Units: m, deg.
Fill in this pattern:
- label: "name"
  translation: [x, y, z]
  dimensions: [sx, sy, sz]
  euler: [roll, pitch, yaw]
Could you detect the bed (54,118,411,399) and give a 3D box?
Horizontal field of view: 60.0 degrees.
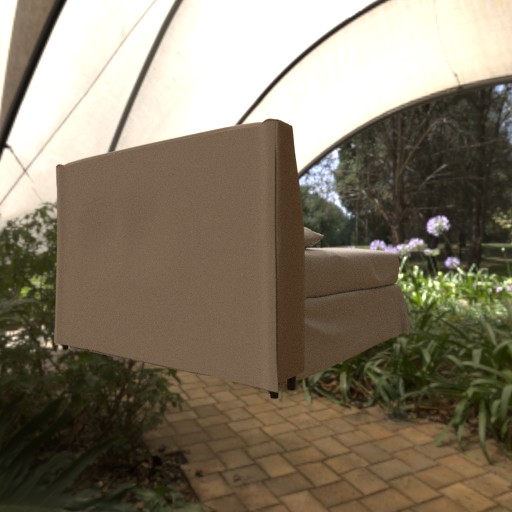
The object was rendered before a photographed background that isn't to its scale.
- label: "bed"
  translation: [0.000, 0.000, 3.501]
  dimensions: [1.925, 1.332, 2.276]
  euler: [0, 0, 36]
